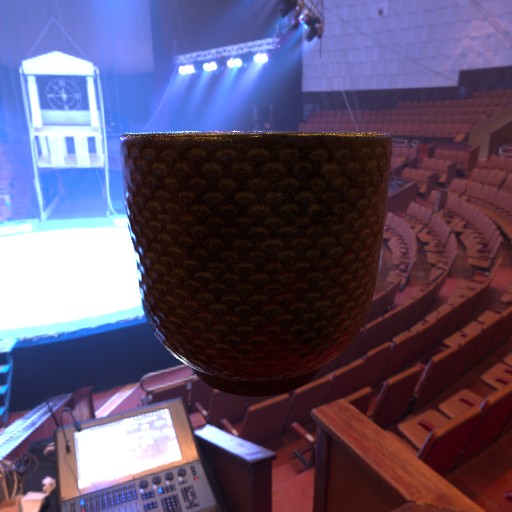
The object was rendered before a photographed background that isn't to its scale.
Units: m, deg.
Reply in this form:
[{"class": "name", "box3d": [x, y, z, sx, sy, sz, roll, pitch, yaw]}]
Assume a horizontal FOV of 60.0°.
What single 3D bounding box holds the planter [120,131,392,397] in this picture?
[{"class": "planter", "box3d": [0.000, 0.000, 0.355, 0.197, 0.191, 0.197, 0, 15, 0]}]
